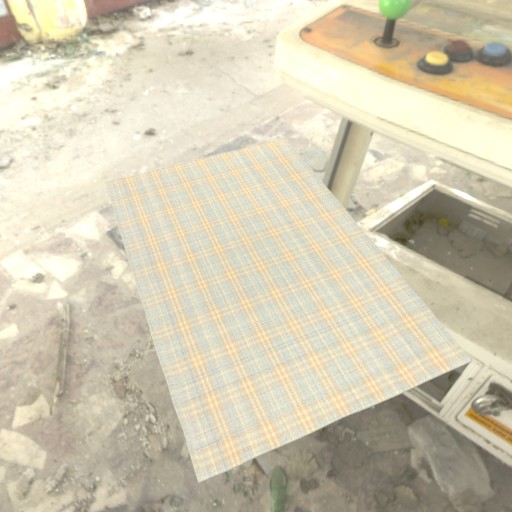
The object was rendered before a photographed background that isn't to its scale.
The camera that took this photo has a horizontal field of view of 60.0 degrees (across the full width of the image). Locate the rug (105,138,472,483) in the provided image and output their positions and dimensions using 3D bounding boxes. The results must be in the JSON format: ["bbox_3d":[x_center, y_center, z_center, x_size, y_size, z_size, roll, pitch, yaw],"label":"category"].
[{"bbox_3d":[0.000,0.000,2.289,1.231,0.012,1.835,-18,50,-15],"label":"rug"}]
